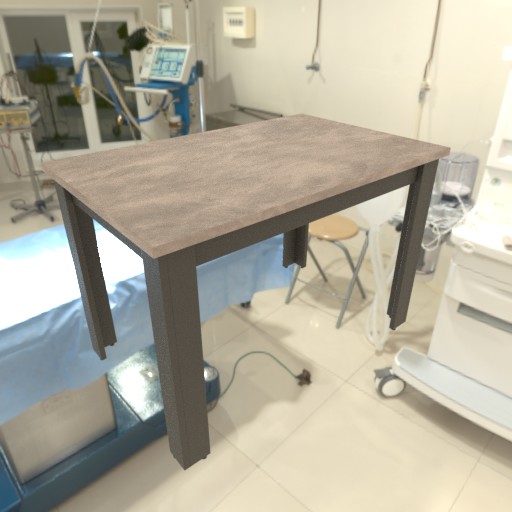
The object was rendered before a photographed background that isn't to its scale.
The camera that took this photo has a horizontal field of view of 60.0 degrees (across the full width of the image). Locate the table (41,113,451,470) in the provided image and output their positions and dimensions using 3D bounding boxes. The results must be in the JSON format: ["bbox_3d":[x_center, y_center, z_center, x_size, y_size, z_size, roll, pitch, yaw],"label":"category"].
[{"bbox_3d":[0.000,0.000,1.579,1.100,0.734,0.700,-22,36,-34],"label":"table"}]
